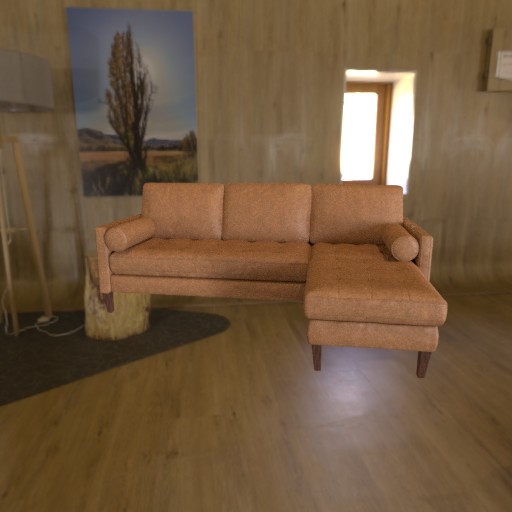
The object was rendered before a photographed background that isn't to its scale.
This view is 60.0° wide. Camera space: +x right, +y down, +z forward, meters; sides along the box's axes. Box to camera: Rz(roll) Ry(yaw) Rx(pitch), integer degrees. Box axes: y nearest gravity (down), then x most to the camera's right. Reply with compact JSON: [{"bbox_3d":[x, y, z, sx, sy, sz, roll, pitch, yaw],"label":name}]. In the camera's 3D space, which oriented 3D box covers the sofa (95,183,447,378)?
[{"bbox_3d":[0.000,0.000,2.904,2.178,0.876,1.506,2,13,8],"label":"sofa"}]
